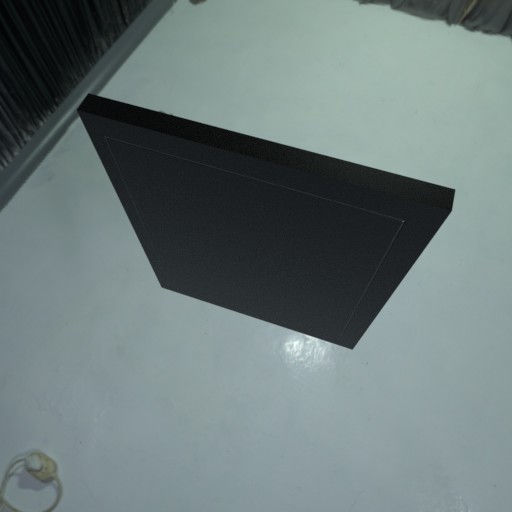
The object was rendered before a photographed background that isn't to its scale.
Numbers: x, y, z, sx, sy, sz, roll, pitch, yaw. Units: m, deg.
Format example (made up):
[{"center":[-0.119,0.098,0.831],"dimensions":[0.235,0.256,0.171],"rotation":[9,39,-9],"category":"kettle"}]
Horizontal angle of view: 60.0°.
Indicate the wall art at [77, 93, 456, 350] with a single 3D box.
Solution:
[{"center":[0.000,0.000,0.771],"dimensions":[0.461,0.558,0.031],"rotation":[17,64,9],"category":"wall art"}]
